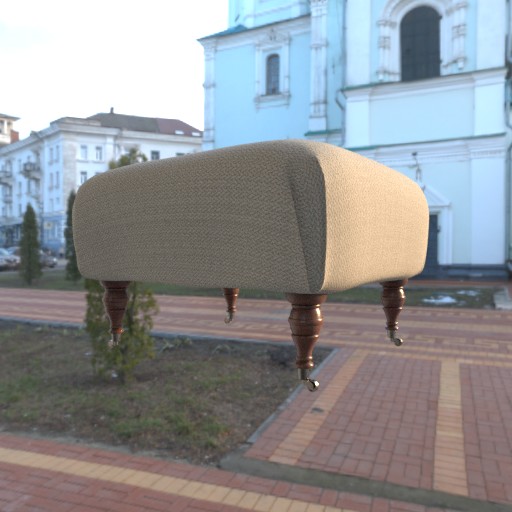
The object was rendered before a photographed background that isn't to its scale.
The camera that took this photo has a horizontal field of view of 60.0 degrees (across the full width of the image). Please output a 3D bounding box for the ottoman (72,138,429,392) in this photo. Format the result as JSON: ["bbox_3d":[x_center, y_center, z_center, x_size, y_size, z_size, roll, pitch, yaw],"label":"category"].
[{"bbox_3d":[0.000,0.000,1.072,0.684,0.447,0.622,1,1,36],"label":"ottoman"}]
